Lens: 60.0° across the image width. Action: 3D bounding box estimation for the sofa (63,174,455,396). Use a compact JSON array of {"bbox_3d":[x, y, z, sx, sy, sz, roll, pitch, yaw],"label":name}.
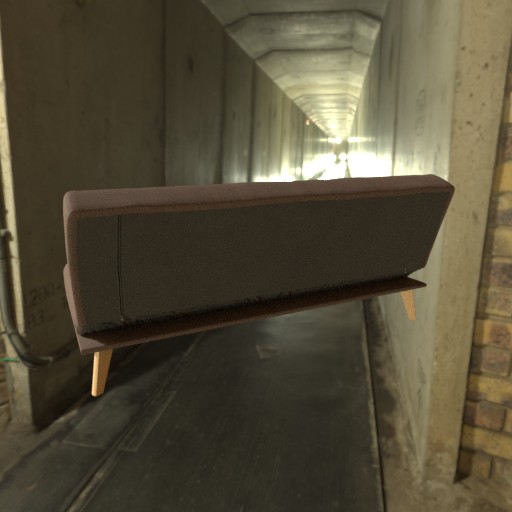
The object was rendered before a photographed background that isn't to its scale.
[{"bbox_3d":[0.000,0.000,2.262,1.800,0.810,0.860,-7,16,-26],"label":"sofa"}]
